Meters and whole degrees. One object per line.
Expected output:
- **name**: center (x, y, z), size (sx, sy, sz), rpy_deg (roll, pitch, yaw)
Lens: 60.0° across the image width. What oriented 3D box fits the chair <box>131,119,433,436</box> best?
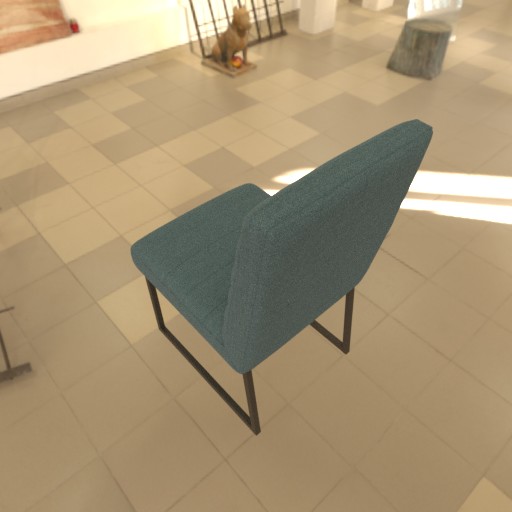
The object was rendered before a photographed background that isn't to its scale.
- **chair**: center (0.000, 0.000, 1.322), size (0.520, 0.930, 0.634), rpy_deg (-33, 54, -28)
